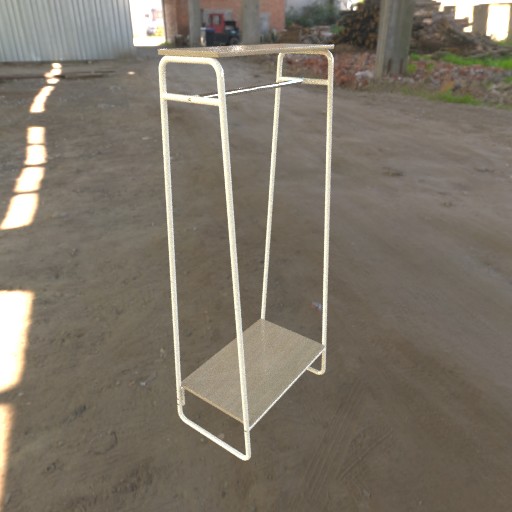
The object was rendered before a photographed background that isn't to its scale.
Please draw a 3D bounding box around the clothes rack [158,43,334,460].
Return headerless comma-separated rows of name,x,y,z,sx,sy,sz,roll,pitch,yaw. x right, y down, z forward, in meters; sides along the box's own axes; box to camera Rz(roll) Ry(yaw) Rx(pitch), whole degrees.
clothes rack,0.000,0.000,1.770,0.400,1.512,0.640,19,33,32
